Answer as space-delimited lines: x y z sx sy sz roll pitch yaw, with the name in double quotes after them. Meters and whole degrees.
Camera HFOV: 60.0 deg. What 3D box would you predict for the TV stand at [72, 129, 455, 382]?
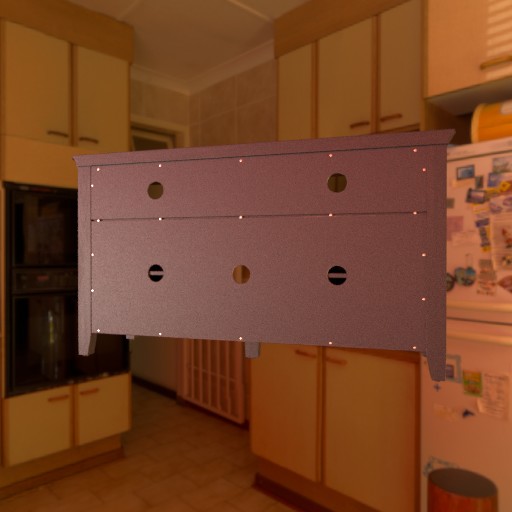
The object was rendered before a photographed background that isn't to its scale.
0.000 0.000 1.508 1.198 0.681 0.347 0 0 16 "TV stand"
